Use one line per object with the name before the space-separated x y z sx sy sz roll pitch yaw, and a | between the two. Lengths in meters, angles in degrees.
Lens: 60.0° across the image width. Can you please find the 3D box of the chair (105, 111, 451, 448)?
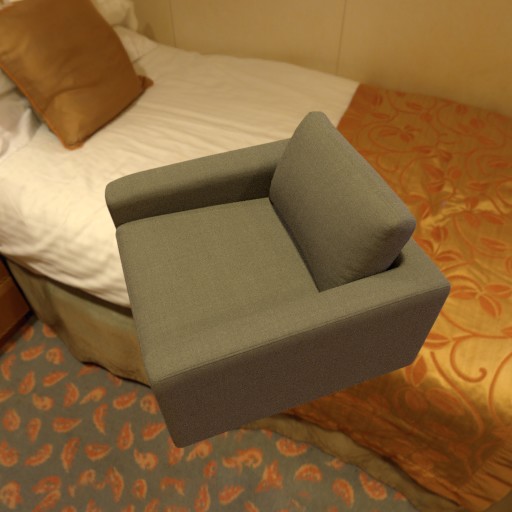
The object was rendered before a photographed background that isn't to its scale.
chair | 0.000 0.000 1.896 1.100 0.847 1.070 -15 49 -14
